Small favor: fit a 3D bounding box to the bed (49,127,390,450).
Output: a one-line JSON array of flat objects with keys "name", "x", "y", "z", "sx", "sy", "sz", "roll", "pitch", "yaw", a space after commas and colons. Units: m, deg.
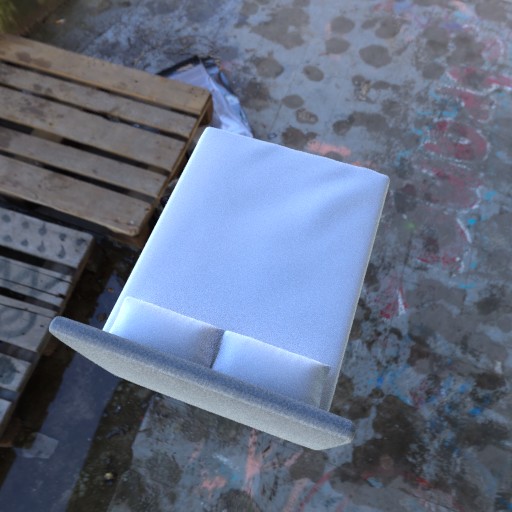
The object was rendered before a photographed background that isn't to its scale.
[{"name": "bed", "x": 0.000, "y": 0.000, "z": 3.202, "sx": 1.723, "sy": 1.330, "sz": 2.142, "roll": 18, "pitch": 66, "yaw": 8}]
